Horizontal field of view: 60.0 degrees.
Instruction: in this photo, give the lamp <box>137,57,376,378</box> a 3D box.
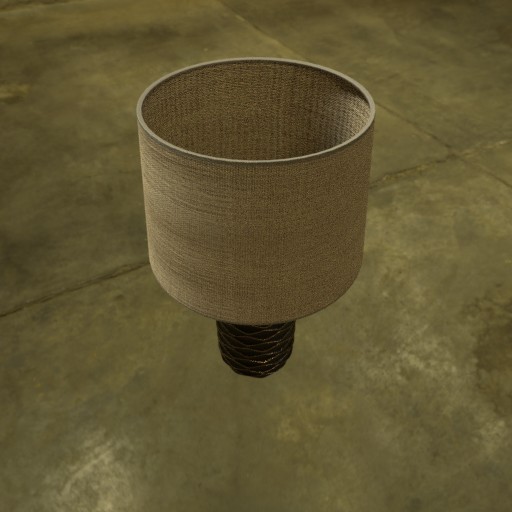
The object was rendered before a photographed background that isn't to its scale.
[{"bbox_3d":[0.000,0.000,0.816,0.376,0.594,0.376,0,43,0],"label":"lamp"}]
